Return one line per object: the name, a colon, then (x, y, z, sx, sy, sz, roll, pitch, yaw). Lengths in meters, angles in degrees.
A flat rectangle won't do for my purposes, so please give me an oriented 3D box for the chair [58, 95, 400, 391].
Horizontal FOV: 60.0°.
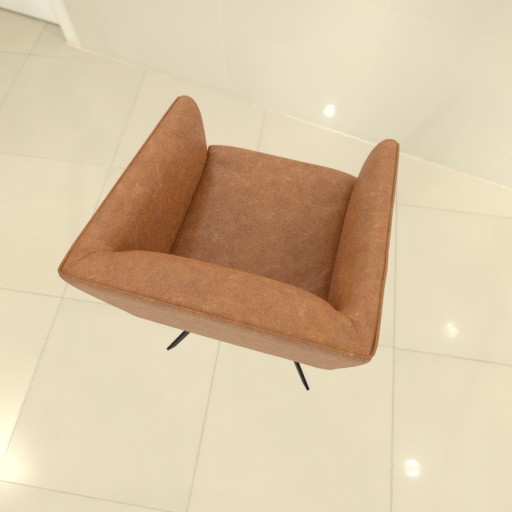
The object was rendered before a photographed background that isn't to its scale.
chair: (0.000, 0.000, 1.219, 0.588, 0.760, 0.625, 14, 65, 7)
